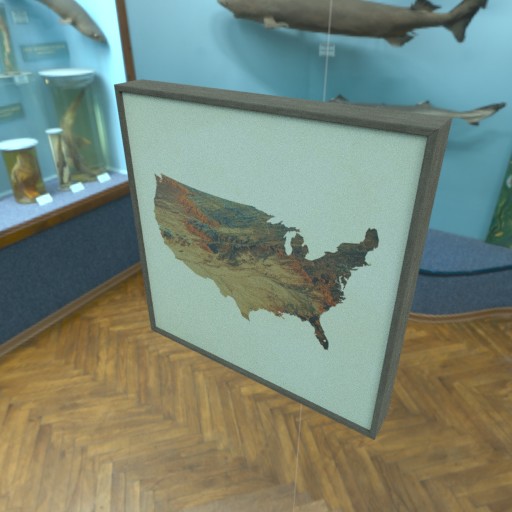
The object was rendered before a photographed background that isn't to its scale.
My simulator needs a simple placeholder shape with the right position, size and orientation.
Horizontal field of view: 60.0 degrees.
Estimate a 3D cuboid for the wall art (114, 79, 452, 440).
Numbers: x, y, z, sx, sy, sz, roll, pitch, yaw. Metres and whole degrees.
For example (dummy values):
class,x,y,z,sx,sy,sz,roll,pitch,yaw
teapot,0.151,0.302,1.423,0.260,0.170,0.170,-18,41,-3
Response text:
class,x,y,z,sx,sy,sz,roll,pitch,yaw
wall art,0.000,0.000,0.443,0.303,0.302,0.038,18,35,28
